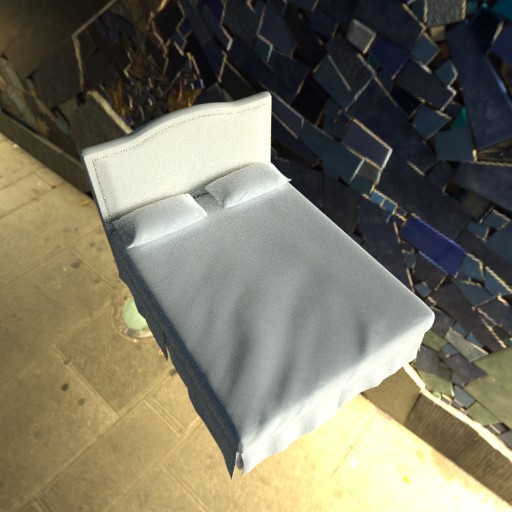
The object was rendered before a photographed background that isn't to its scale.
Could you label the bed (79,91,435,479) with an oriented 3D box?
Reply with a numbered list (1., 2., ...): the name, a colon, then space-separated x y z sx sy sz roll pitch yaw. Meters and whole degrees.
1. bed: 0.000 0.000 3.441 1.821 1.436 2.282 -26 52 -22
